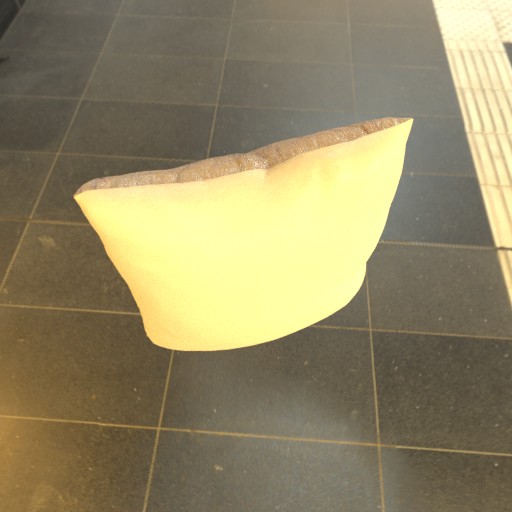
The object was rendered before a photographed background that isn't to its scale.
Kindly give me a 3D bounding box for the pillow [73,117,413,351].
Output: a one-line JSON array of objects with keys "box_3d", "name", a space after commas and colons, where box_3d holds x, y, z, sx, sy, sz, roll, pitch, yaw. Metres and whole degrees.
[{"box_3d": [0.000, 0.000, 0.730, 0.450, 0.448, 0.245, -13, 59, -8], "name": "pillow"}]
